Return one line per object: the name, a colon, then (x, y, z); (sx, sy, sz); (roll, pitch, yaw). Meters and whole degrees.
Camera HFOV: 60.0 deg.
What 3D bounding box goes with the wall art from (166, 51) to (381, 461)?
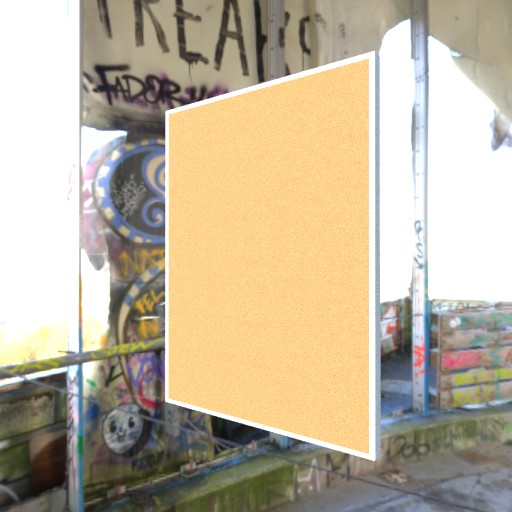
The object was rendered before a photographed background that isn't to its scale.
wall art: (0.000, 0.000, 1.608); (0.914, 1.221, 0.046); (0, 0, 37)
